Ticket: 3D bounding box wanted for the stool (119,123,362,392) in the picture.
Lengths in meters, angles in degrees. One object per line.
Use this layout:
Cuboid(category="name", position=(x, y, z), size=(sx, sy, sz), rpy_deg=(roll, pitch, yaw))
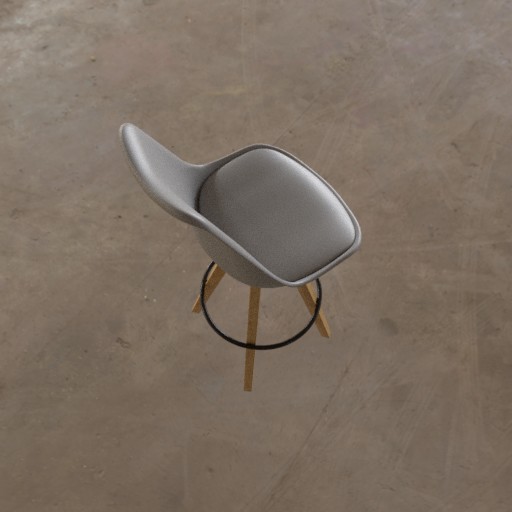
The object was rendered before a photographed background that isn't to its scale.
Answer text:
Cuboid(category="stool", position=(0.000, 0.000, 1.394), size=(0.550, 1.115, 0.485), rpy_deg=(-30, 64, -17))
